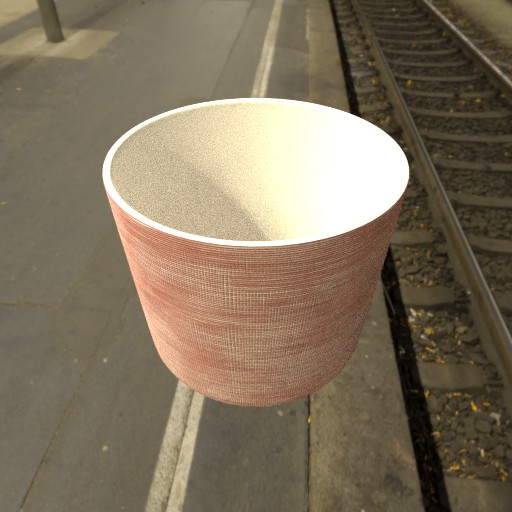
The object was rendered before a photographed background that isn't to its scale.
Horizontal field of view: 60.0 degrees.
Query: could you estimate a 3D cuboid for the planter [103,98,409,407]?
[{"bbox_3d":[0.000,0.000,0.784,0.440,0.398,0.440,0,40,0],"label":"planter"}]
